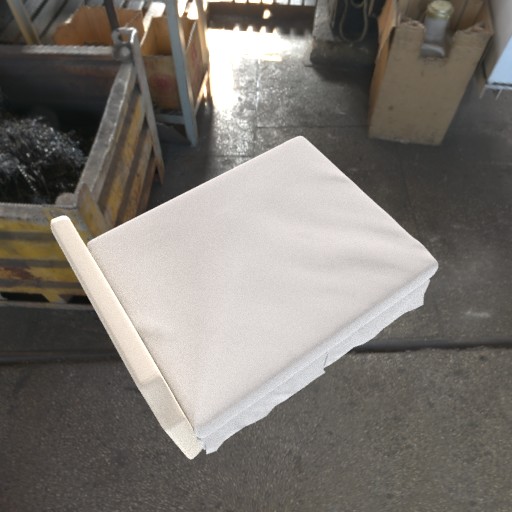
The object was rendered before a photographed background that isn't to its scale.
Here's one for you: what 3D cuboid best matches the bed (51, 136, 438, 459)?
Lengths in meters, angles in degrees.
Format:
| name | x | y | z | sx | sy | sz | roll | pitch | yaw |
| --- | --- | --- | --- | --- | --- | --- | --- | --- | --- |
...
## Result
| name | x | y | z | sx | sy | sz | roll | pitch | yaw |
| --- | --- | --- | --- | --- | --- | --- | --- | --- | --- |
| bed | 0.000 | 0.000 | 3.632 | 2.498 | 1.293 | 1.977 | -30 | 62 | -18 |
